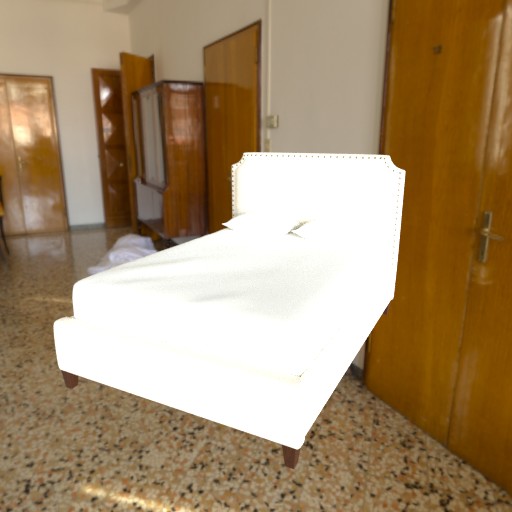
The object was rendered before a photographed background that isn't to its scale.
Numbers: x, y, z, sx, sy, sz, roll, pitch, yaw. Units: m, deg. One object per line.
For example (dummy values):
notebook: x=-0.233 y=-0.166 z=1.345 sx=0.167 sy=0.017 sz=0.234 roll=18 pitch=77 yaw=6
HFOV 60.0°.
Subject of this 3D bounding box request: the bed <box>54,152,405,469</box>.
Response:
bed: x=0.000 y=0.000 z=3.362 sx=1.712 sy=1.443 sz=2.365 roll=8 pitch=17 yaw=26
